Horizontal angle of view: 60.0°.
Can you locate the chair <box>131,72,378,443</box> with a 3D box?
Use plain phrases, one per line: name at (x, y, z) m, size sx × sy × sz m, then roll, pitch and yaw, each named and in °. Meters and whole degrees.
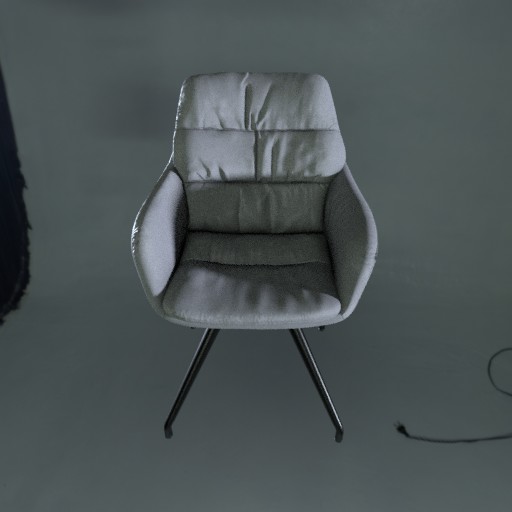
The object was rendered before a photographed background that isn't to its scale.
chair at (0.000, 0.000, 1.236) m, size 0.579 × 0.888 × 0.569 m, roll 1°, pitch 31°, yaw 1°
